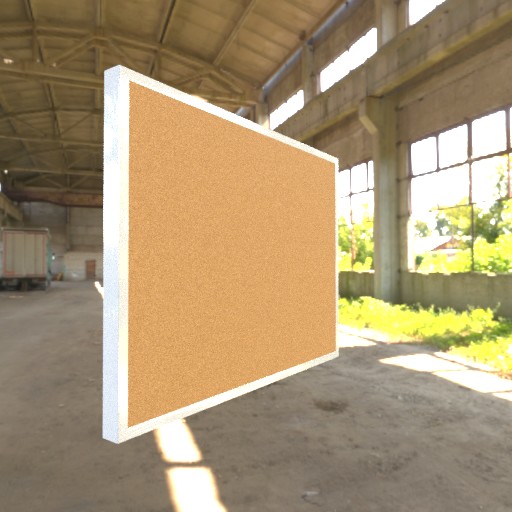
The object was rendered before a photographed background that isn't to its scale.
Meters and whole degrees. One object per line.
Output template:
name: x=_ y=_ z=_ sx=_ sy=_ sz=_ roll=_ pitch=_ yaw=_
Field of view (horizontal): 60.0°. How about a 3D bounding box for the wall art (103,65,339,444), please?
wall art: x=0.000 y=0.000 z=1.356 sx=0.053 sy=0.787 sz=1.041 roll=-1 pitch=-1 yaw=36
